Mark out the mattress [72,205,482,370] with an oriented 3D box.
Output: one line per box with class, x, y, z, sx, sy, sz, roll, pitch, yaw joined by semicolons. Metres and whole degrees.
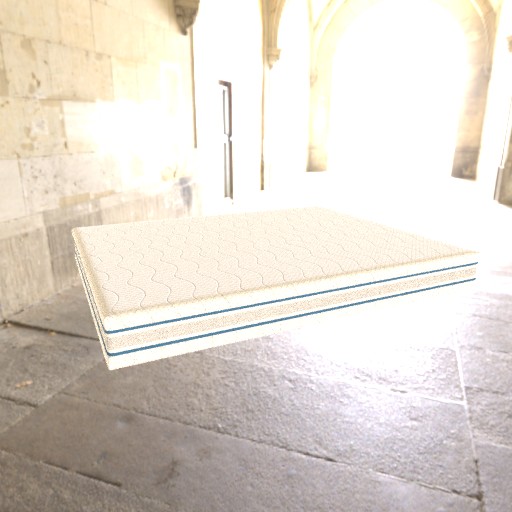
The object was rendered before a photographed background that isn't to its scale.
mattress;0.000;0.000;2.746;2.000;0.230;1.600;-8;19;-24
